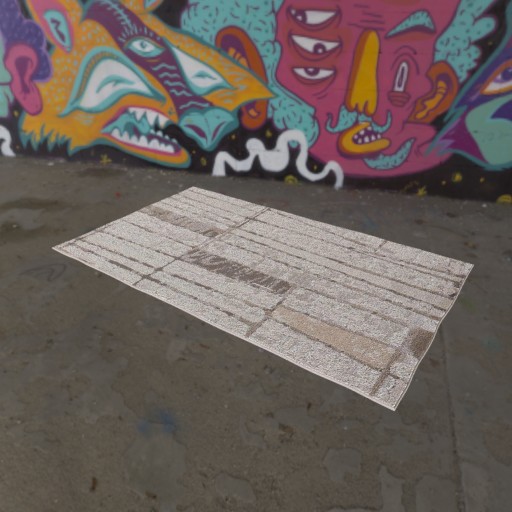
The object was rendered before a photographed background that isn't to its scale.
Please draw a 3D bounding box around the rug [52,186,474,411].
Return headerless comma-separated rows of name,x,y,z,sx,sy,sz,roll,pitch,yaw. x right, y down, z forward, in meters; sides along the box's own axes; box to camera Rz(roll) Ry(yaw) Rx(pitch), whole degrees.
rug,0.000,0.000,1.054,0.867,0.007,0.515,19,35,30
